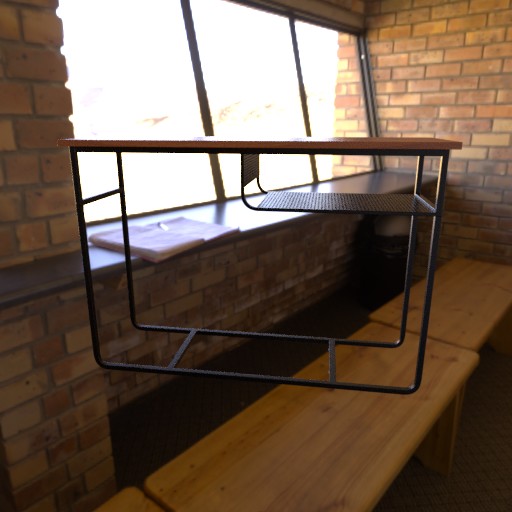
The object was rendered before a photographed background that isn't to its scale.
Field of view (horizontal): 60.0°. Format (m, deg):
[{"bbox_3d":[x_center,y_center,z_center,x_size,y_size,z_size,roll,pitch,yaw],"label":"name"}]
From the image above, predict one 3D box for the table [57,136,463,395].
[{"bbox_3d":[0.000,0.000,1.463,1.100,0.750,0.350,3,17,8],"label":"table"}]
